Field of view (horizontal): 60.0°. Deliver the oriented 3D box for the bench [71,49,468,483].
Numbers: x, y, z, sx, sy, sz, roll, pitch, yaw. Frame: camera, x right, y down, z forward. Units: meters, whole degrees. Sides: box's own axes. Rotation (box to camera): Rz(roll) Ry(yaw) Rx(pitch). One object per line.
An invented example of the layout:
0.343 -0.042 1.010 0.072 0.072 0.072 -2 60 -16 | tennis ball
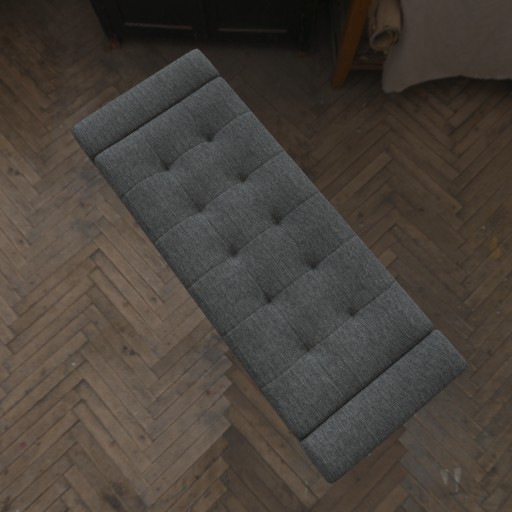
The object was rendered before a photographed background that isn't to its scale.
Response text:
0.000 0.000 1.502 0.508 0.445 1.296 -37 79 -9 | bench
